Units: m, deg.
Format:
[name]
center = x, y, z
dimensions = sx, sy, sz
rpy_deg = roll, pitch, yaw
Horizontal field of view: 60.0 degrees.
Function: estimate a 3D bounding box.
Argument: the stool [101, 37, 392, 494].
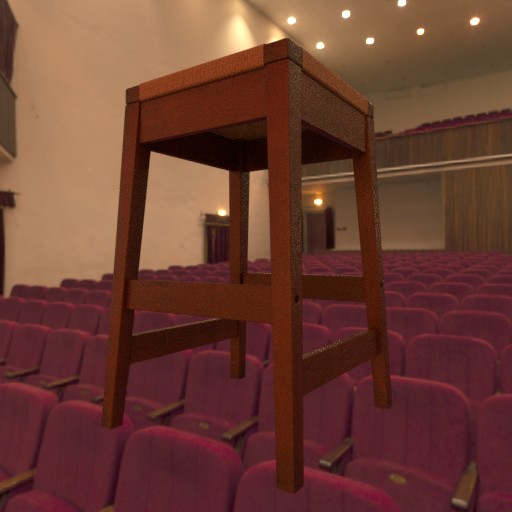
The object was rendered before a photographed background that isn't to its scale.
[stool]
center = 0.000, 0.000, 1.059
dimensions = 0.497, 0.762, 0.507
rpy_deg = 0, 0, 34
